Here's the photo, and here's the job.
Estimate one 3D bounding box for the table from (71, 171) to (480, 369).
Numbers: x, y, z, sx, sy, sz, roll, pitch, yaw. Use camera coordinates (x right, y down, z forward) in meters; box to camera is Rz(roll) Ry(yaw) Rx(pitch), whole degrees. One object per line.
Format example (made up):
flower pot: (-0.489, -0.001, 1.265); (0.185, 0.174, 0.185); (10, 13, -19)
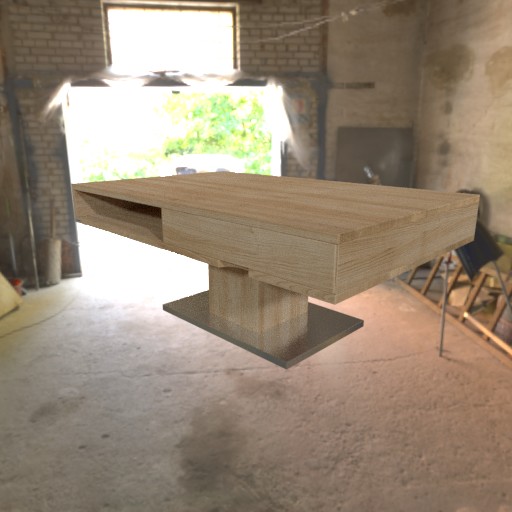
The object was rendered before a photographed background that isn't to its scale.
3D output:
table: (0.000, 0.000, 1.453); (1.100, 0.440, 0.700); (15, 22, 43)
